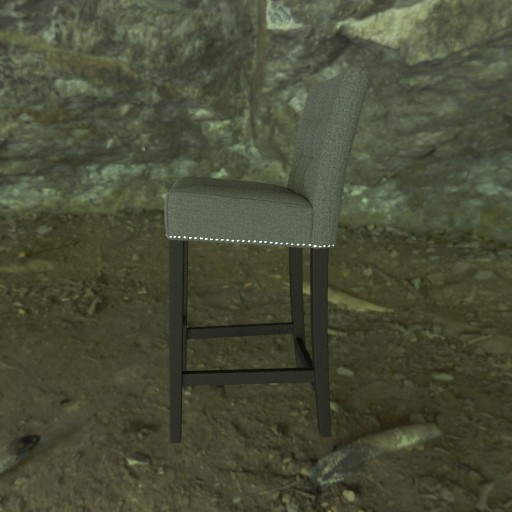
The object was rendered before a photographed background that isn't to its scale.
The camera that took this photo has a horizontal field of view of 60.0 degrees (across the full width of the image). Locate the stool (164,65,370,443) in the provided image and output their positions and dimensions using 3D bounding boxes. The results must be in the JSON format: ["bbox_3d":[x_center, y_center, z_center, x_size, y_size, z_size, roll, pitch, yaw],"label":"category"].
[{"bbox_3d":[0.000,0.000,1.367,0.548,1.047,0.411,-2,15,-6],"label":"stool"}]
